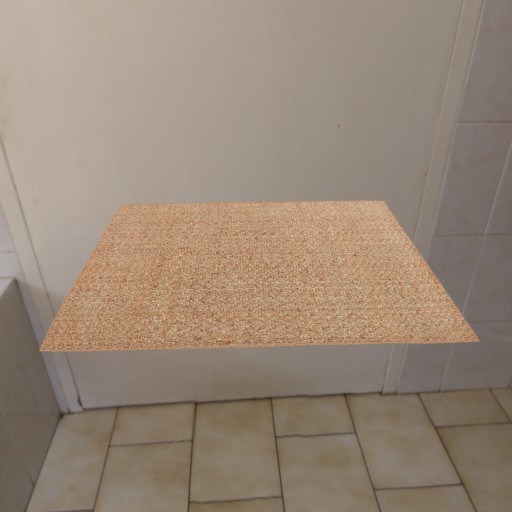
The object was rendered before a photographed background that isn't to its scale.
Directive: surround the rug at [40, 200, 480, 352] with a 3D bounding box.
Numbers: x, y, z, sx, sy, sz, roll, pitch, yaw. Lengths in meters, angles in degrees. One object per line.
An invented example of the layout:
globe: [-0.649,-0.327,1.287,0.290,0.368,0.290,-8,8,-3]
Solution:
rug: [0.000,0.000,4.067,3.048,0.013,2.439,-1,31,-2]
